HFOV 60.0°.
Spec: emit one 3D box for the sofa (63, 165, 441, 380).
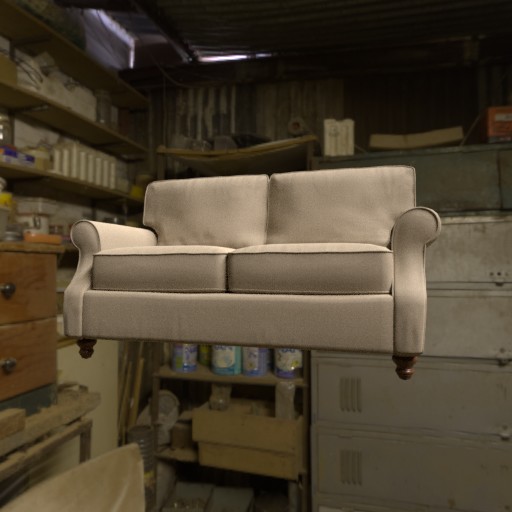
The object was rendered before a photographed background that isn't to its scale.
[{"bbox_3d":[0.000,0.000,2.202,1.665,0.937,0.964,-1,-2,17],"label":"sofa"}]
